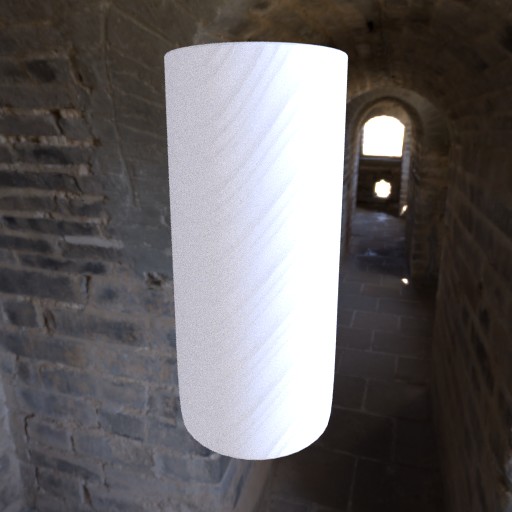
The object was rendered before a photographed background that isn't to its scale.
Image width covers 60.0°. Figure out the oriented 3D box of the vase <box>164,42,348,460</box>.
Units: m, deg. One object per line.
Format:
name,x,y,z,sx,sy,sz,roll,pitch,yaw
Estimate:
vase,0.000,0.000,0.383,0.143,0.316,0.143,0,16,0
